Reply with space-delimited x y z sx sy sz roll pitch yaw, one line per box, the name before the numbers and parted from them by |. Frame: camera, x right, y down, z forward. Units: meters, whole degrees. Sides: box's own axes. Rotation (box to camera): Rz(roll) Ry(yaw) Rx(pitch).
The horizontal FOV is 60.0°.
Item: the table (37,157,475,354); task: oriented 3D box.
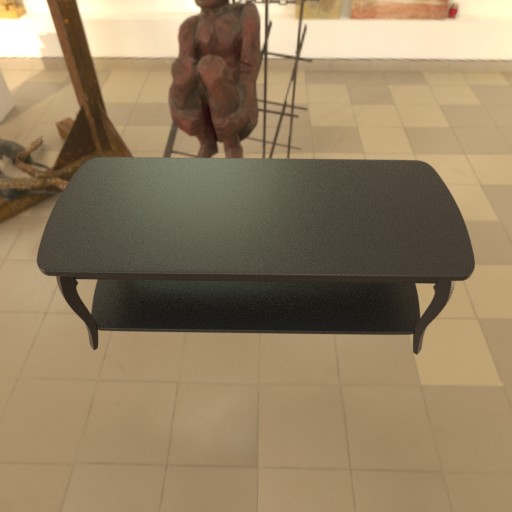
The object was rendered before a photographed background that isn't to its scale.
table | 0.000 0.000 1.618 1.333 0.457 0.571 1 47 1
